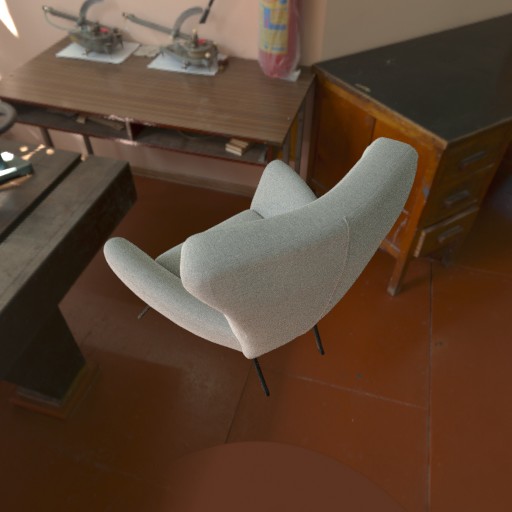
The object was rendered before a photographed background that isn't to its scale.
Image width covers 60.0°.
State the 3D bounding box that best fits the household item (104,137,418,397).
[{"bbox_3d":[0.000,0.000,1.836,0.980,1.050,0.900,-31,53,-26],"label":"household item"}]
